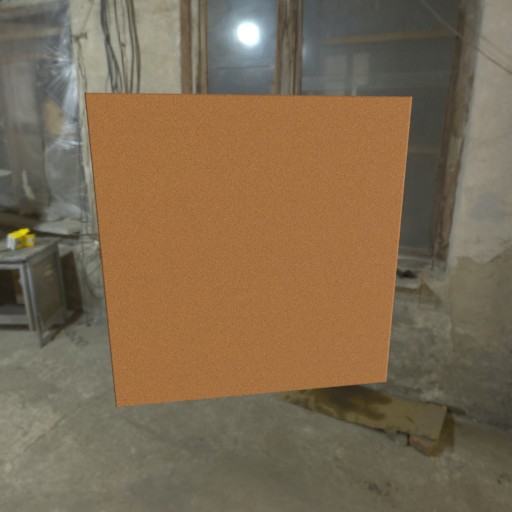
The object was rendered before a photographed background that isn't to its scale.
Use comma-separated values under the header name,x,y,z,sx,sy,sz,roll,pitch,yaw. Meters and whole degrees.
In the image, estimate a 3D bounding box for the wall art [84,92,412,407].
name,x,y,z,sx,sy,sz,roll,pitch,yaw
wall art,0.000,0.000,0.837,0.554,0.572,0.037,-3,16,-9
